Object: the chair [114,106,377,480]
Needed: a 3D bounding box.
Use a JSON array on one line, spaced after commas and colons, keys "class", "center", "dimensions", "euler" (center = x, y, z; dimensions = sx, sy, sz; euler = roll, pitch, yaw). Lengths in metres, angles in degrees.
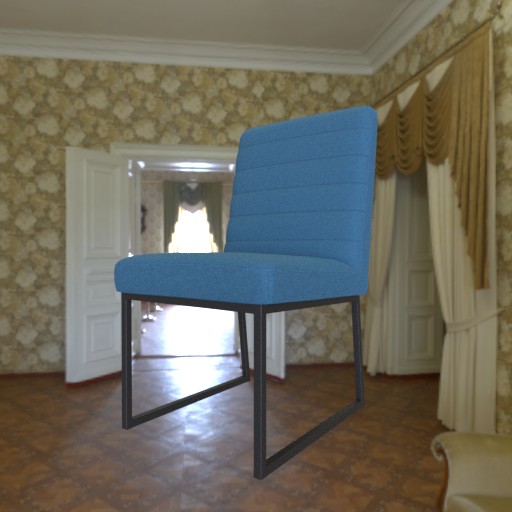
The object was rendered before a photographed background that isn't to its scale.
[{"class": "chair", "center": [0.000, 0.000, 1.298], "dimensions": [0.520, 0.930, 0.634], "euler": [1, 1, 36]}]
